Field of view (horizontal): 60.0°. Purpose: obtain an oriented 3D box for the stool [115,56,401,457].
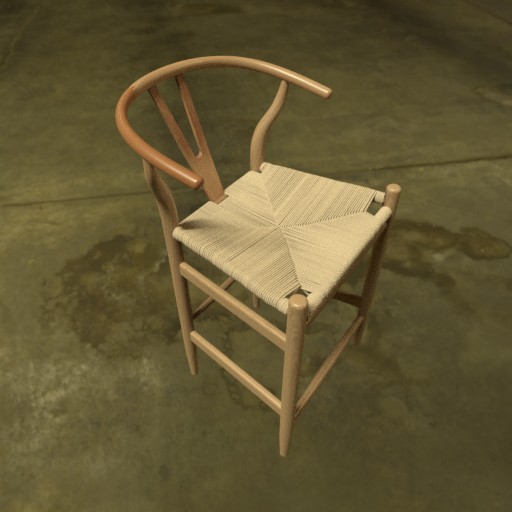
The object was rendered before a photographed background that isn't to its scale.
[{"bbox_3d":[0.000,0.000,1.249,0.575,0.923,0.536,25,48,25],"label":"stool"}]
